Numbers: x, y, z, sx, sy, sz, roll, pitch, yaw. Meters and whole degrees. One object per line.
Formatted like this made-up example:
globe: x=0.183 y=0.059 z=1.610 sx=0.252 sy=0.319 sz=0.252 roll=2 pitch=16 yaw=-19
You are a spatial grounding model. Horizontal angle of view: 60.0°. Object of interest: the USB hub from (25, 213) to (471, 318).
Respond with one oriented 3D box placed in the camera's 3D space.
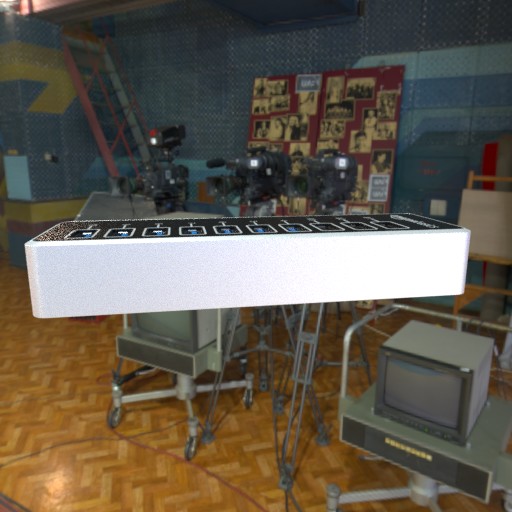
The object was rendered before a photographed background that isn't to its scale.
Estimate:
USB hub: x=0.000 y=0.000 z=0.162 sx=0.145 sy=0.023 sz=0.044 roll=-2 pitch=13 yaw=-9
